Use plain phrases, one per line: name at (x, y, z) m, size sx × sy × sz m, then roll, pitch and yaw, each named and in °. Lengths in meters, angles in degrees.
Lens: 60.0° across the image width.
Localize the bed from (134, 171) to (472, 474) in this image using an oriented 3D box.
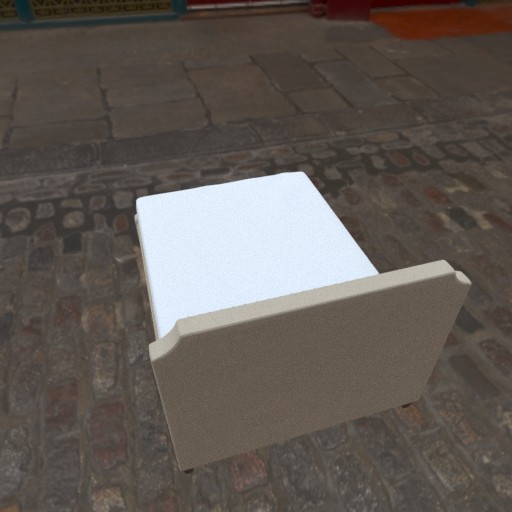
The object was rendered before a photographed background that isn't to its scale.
bed at (0.000, 0.000, 3.372) m, size 1.703 × 1.415 × 2.329 m, roll -11°, pitch 43°, yaw -13°
